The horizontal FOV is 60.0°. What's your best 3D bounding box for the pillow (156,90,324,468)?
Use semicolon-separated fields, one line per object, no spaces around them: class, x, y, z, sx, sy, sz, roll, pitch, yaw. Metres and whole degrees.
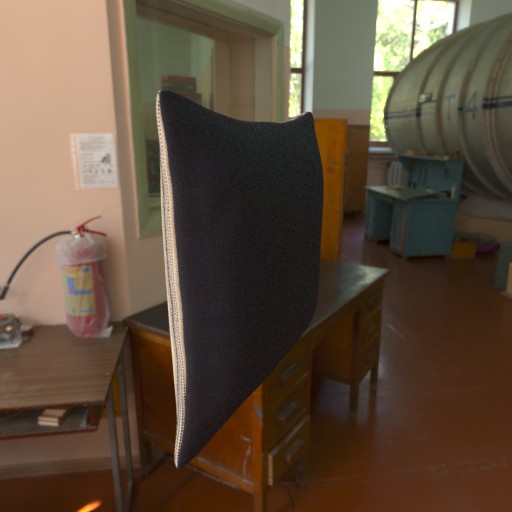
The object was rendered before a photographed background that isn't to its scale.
pillow;0.000;0.000;0.782;0.166;0.508;0.520;7;17;24
